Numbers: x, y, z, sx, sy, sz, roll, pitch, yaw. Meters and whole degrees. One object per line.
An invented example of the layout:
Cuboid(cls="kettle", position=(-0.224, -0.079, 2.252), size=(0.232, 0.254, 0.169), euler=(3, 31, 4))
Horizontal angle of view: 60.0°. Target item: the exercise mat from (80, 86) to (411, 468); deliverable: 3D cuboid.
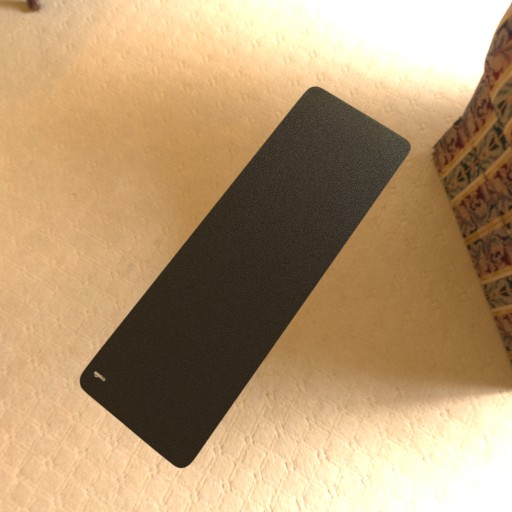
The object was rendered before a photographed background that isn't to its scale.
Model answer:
Cuboid(cls="exercise mat", position=(0.000, 0.000, 2.078), size=(0.616, 0.021, 1.869), euler=(35, 78, 8))
